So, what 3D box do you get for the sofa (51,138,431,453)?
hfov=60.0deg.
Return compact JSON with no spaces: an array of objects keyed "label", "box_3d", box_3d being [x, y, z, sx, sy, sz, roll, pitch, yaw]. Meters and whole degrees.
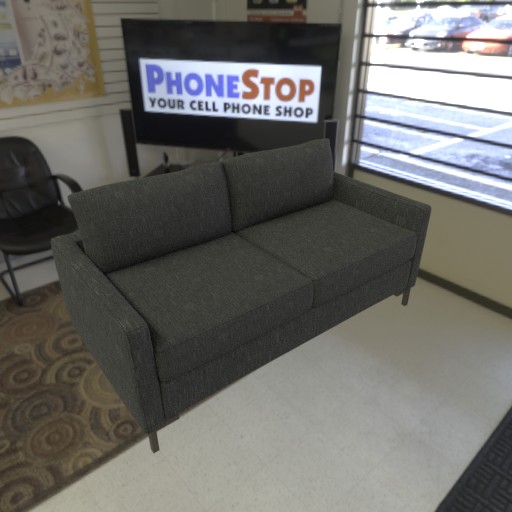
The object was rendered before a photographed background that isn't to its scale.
[{"label":"sofa","box_3d":[0.000,0.000,2.236,1.716,0.862,0.866,-21,36,-32]}]
